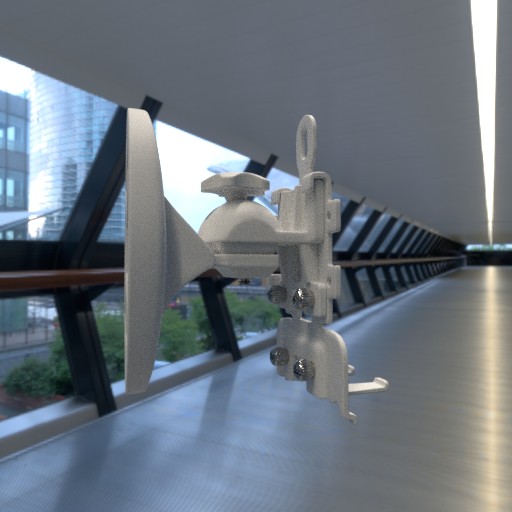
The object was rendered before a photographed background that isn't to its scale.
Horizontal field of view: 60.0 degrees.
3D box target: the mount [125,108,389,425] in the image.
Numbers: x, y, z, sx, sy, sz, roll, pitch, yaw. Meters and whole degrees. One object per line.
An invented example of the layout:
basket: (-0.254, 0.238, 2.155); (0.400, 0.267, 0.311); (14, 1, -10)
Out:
mount: (0.000, 0.000, 0.178); (0.100, 0.118, 0.066); (0, -1, -18)
